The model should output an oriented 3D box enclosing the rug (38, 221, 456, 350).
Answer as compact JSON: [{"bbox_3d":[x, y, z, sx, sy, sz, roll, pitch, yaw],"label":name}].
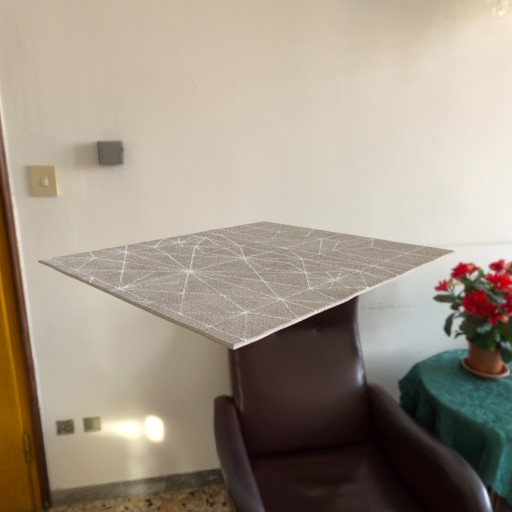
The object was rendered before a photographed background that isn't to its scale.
[{"bbox_3d":[0.000,0.000,0.886,0.548,0.006,0.639,13,19,42],"label":"rug"}]
